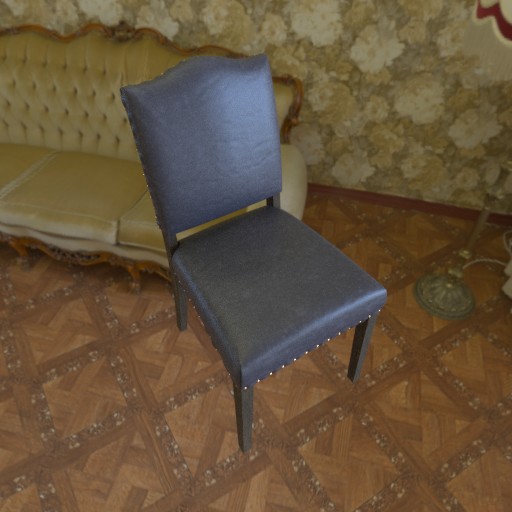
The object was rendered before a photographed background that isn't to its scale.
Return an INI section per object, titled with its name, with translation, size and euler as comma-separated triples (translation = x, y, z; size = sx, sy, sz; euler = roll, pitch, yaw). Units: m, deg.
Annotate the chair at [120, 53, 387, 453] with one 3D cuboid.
[chair]
translation = 0.000, 0.000, 1.331
size = 0.500, 0.991, 0.633
euler = -24, 49, -23
